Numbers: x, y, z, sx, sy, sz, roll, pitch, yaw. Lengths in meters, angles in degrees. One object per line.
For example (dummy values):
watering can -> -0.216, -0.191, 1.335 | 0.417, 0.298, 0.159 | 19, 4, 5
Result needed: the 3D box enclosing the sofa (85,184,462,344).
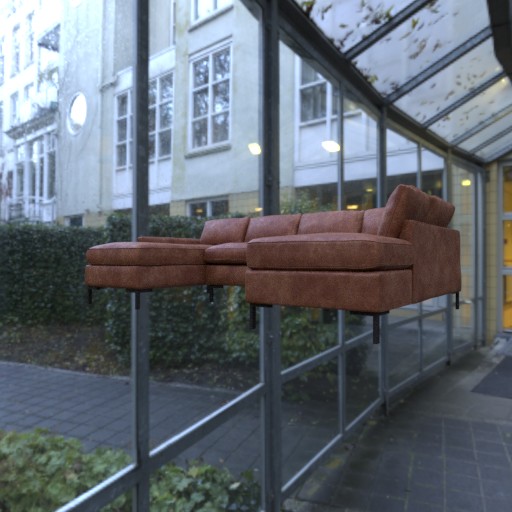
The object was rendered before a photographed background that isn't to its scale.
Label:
sofa -> 0.000, 0.000, 3.845 | 2.956, 0.900, 1.939 | 0, 0, 37
